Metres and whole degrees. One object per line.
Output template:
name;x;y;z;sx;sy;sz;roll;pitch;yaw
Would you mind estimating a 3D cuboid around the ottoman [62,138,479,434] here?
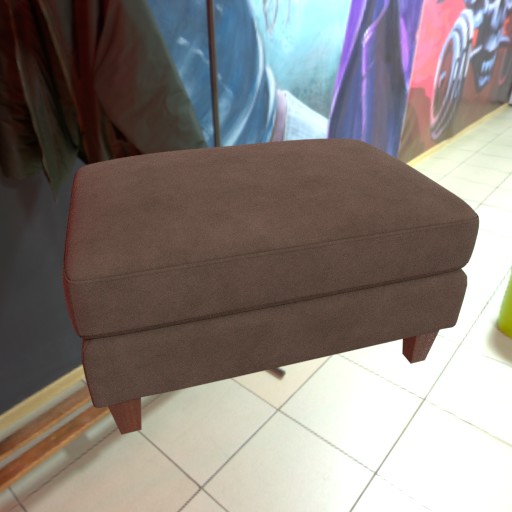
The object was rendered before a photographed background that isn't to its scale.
ottoman;0.000;0.000;1.146;0.864;0.483;0.584;-9;33;-14
